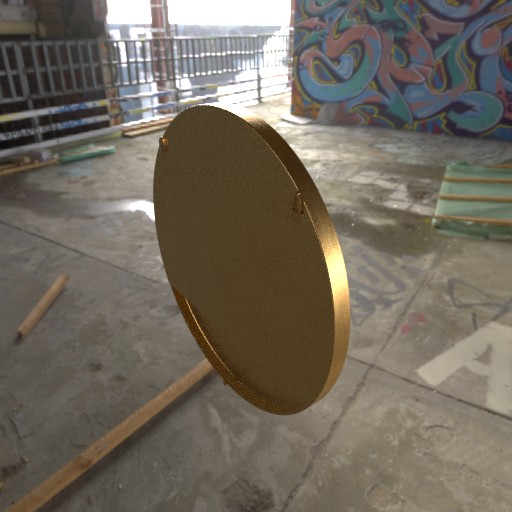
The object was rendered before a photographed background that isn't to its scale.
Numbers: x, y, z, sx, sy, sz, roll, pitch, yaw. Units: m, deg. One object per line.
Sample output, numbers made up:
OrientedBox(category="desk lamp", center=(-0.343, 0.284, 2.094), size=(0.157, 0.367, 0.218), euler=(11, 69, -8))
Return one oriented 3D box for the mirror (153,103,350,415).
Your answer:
OrientedBox(category="mirror", center=(0.000, 0.000, 0.687), size=(0.133, 0.457, 0.457), euler=(-19, 33, -32))
